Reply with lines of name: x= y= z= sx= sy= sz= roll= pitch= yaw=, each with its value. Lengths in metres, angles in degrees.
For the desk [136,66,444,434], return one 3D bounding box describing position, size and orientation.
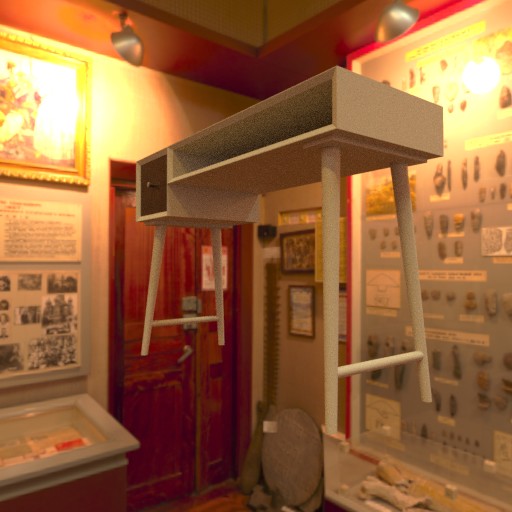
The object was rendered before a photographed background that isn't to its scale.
desk: x=0.000 y=0.000 z=1.443 sx=0.409 sy=0.761 sz=1.069 roll=1 pitch=-1 yaw=-37
